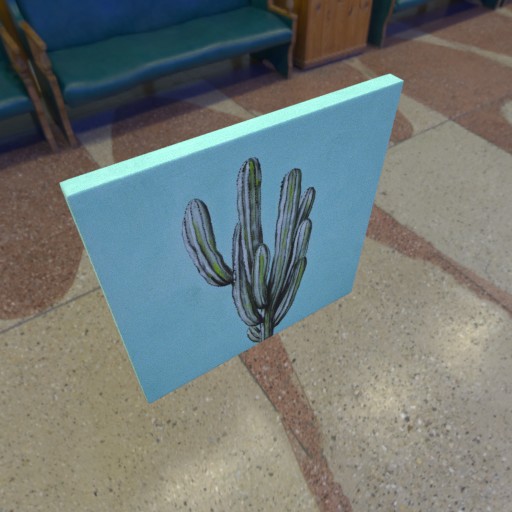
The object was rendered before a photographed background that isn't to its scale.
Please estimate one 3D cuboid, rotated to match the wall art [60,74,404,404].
[{"bbox_3d":[0.000,0.000,1.155,0.765,0.766,0.054,-25,52,-22],"label":"wall art"}]
